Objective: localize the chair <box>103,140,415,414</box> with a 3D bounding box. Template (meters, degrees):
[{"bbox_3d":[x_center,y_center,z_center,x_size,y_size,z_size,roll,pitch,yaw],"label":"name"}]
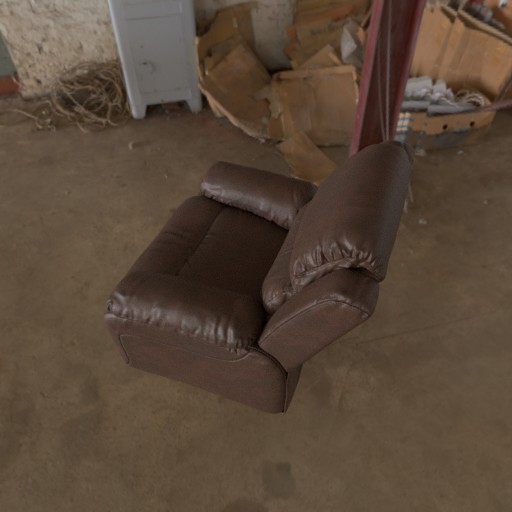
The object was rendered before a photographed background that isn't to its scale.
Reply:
[{"bbox_3d":[0.000,0.000,1.286,0.707,0.702,0.680,16,49,15],"label":"chair"}]
